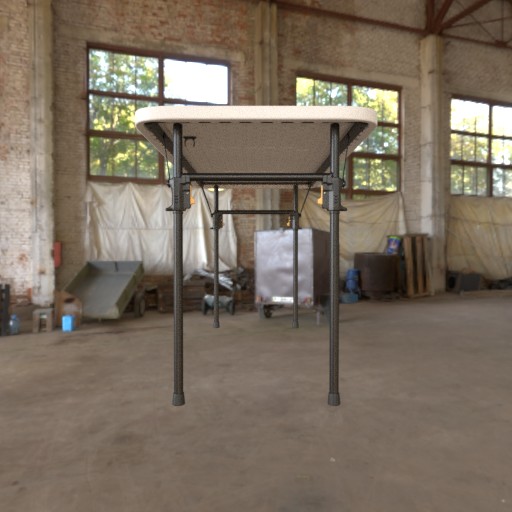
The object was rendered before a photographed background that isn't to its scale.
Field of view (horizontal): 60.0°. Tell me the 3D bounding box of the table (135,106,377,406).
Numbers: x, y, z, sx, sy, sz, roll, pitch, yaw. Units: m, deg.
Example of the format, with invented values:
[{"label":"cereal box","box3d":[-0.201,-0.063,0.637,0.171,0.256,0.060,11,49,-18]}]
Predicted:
[{"label":"table","box3d":[0.000,0.000,1.653,0.610,0.729,1.219,0,1,0]}]
